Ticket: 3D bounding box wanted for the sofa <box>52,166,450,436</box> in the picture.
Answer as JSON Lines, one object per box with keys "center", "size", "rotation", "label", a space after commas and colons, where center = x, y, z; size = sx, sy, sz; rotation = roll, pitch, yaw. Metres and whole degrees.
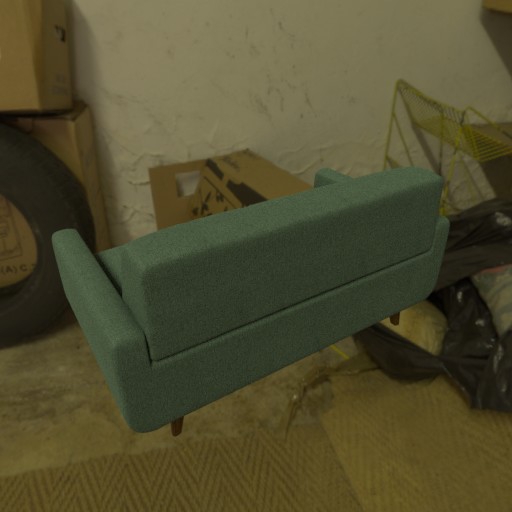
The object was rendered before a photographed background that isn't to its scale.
{"center": [0.000, 0.000, 2.115], "size": [1.631, 0.841, 0.909], "rotation": [-18, 35, -28], "label": "sofa"}
